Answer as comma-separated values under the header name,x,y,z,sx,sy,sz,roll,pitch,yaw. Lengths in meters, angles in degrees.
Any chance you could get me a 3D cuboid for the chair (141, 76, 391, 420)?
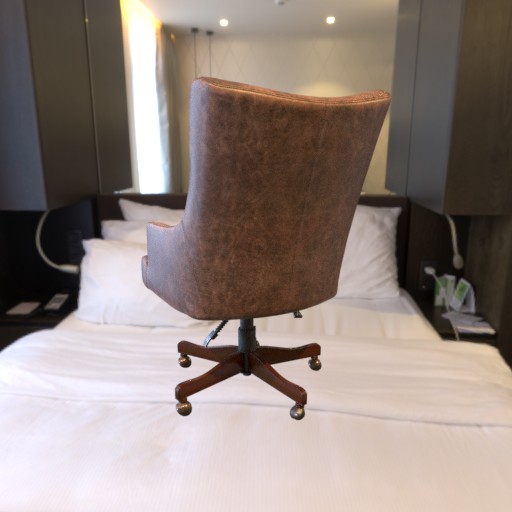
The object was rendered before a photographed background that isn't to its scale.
name,x,y,z,sx,sy,sz,roll,pitch,yaw
chair,0.000,0.000,1.500,0.641,1.035,0.762,-7,15,-25
